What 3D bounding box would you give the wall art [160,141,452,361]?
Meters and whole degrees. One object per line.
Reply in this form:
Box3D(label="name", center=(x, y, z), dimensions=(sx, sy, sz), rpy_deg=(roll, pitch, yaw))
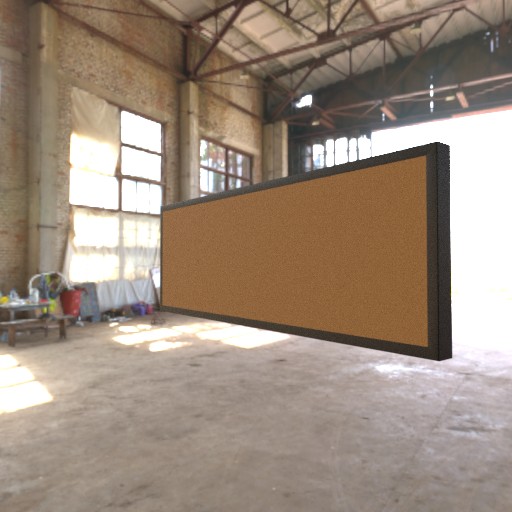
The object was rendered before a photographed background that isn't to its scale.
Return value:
Box3D(label="wall art", center=(0.000, 0.000, 0.959), dimensions=(0.037, 0.303, 0.860), rpy_deg=(1, -2, -38))
